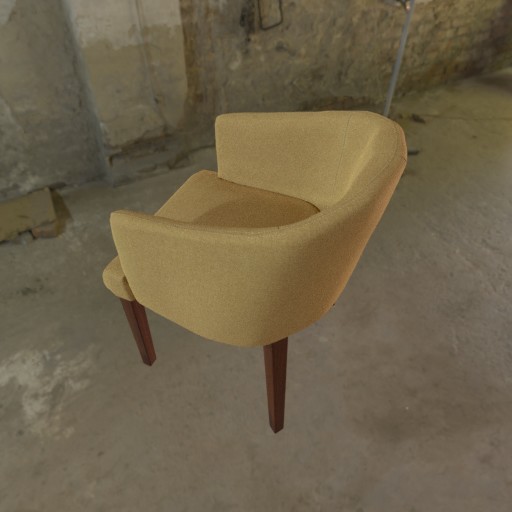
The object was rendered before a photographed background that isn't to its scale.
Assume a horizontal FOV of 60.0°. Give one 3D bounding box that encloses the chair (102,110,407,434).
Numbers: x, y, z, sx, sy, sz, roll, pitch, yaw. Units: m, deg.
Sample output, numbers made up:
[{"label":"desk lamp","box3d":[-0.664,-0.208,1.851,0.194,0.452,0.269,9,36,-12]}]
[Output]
[{"label":"chair","box3d":[0.000,0.000,1.248,0.655,0.811,0.583,18,47,17]}]
